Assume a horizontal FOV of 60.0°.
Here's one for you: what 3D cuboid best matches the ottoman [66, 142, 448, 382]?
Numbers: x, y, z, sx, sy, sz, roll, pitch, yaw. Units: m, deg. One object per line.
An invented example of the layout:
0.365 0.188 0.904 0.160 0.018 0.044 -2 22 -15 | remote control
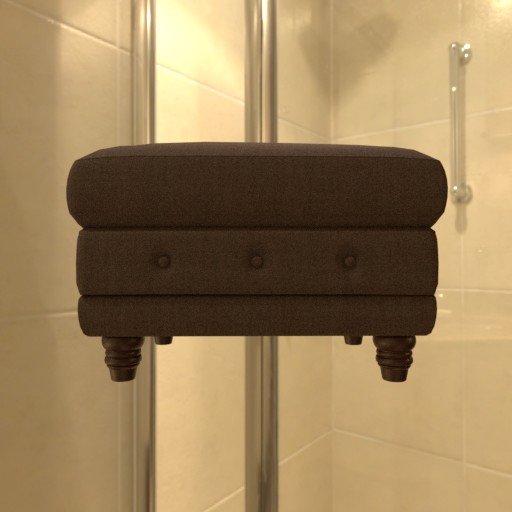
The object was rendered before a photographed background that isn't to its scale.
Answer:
0.000 0.000 1.208 0.809 0.555 0.599 0 -1 0 | ottoman
